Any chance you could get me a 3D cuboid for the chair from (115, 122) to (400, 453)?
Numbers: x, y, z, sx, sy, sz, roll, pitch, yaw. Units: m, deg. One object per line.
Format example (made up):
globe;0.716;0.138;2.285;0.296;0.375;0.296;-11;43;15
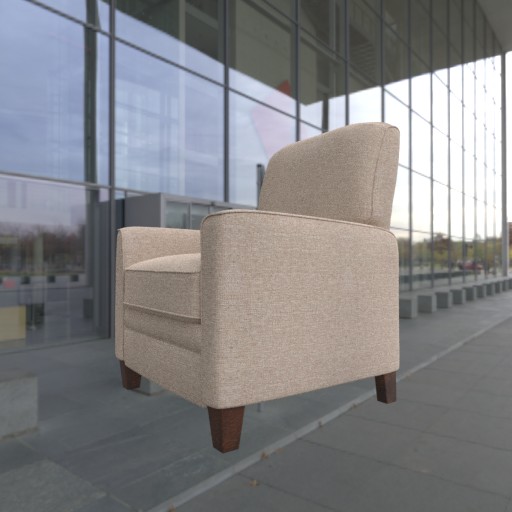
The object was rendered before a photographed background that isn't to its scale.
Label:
chair;0.000;0.000;1.668;0.858;1.028;0.841;0;-1;-36
